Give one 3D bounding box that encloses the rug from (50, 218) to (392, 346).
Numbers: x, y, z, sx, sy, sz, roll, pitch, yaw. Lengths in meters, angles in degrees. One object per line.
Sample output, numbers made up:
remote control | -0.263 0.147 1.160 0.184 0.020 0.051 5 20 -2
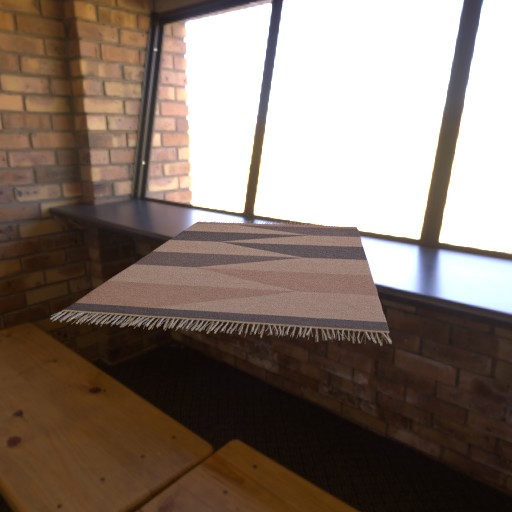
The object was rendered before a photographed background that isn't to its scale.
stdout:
rug | 0.000 0.000 2.486 1.224 0.027 2.021 2 16 9
